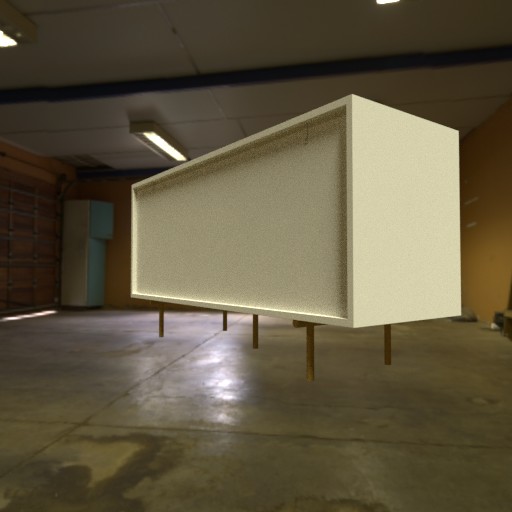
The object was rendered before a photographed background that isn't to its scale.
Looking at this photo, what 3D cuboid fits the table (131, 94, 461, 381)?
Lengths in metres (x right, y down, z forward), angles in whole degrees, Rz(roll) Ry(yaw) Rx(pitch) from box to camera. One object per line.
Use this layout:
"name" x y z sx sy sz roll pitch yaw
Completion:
"table" 0.000 0.000 1.856 0.508 0.769 1.500 1 -2 -36
